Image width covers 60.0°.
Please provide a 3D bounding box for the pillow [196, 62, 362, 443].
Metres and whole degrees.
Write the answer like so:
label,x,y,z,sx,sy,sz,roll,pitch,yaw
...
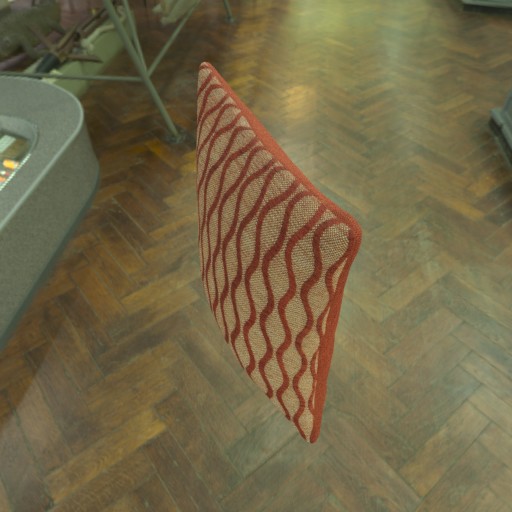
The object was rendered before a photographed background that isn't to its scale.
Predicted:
label,x,y,z,sx,sy,sz,roll,pitch,yaw
pillow,0.000,0.000,0.671,0.159,0.434,0.429,-17,47,-17
